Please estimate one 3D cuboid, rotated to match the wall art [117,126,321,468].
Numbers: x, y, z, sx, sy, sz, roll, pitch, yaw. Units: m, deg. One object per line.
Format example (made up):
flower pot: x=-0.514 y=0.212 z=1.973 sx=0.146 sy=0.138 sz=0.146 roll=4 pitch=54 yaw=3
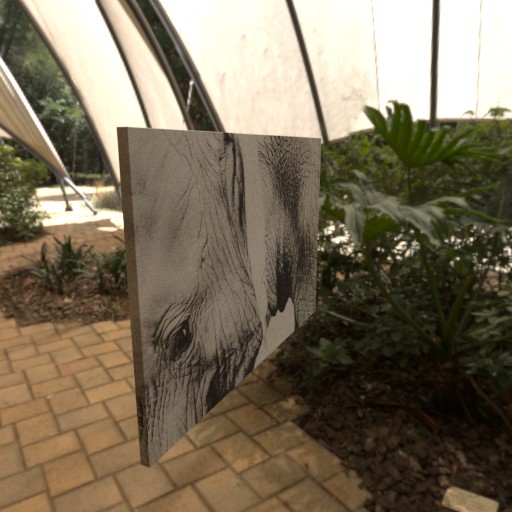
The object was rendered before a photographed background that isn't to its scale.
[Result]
wall art: x=0.000 y=0.000 z=1.149 sx=0.023 sy=0.607 sz=0.914 roll=7 pitch=15 yaw=26
